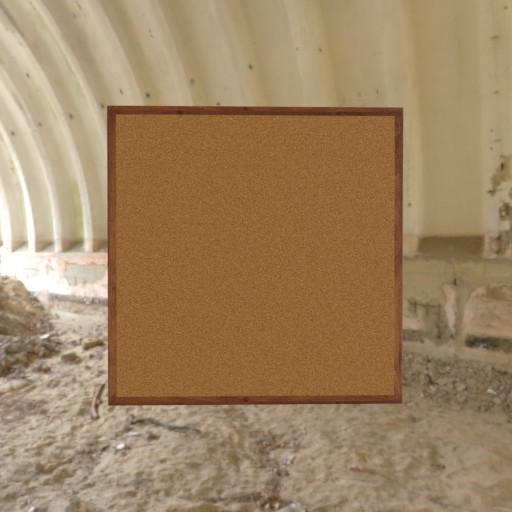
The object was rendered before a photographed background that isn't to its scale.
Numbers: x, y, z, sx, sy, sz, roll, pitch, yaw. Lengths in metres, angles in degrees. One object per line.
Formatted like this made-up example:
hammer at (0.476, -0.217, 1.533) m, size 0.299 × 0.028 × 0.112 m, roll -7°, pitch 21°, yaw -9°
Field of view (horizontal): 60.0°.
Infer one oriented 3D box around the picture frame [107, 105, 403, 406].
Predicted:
picture frame at (0.000, 0.000, 0.541) m, size 0.352 × 0.356 × 0.028 m, roll 0°, pitch 1°, yaw -1°
